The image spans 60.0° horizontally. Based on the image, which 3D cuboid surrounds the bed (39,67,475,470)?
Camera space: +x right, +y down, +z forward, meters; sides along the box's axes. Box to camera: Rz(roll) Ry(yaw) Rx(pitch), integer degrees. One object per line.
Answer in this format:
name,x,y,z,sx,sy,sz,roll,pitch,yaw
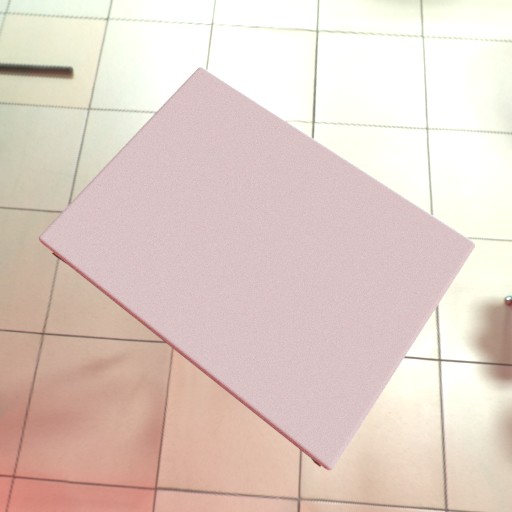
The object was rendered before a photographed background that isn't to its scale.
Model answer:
bed,0.000,0.000,2.817,2.050,0.593,1.529,36,76,10
